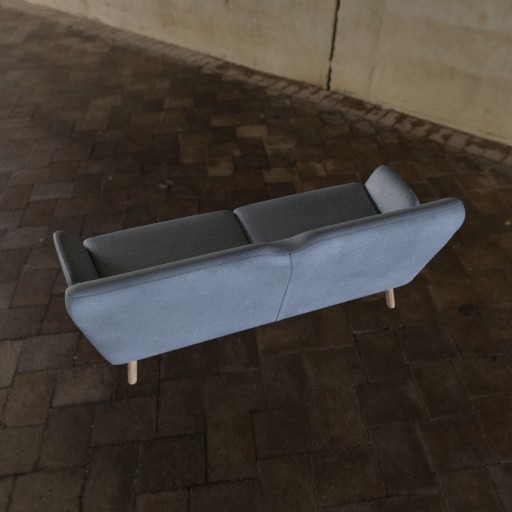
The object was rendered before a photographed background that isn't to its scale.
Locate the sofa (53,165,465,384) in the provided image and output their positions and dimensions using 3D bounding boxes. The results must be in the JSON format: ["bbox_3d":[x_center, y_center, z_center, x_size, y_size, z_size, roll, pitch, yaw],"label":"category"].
[{"bbox_3d":[0.000,0.000,2.266,1.870,0.810,0.850,-13,45,-14],"label":"sofa"}]
